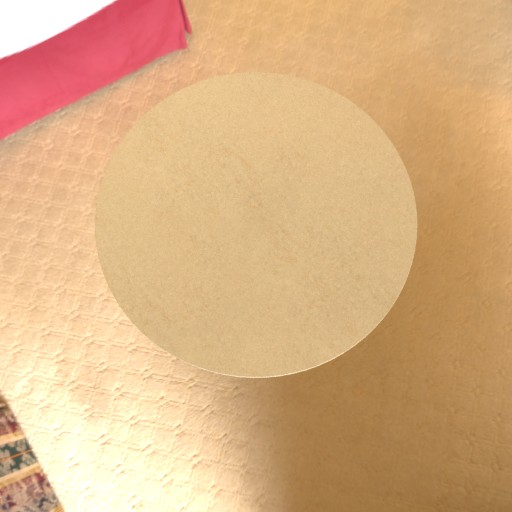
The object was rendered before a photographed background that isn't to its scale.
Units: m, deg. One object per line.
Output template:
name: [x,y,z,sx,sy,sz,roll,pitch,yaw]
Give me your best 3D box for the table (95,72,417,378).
table: [0.000,0.000,0.962,0.500,0.564,0.500,0,76,0]
